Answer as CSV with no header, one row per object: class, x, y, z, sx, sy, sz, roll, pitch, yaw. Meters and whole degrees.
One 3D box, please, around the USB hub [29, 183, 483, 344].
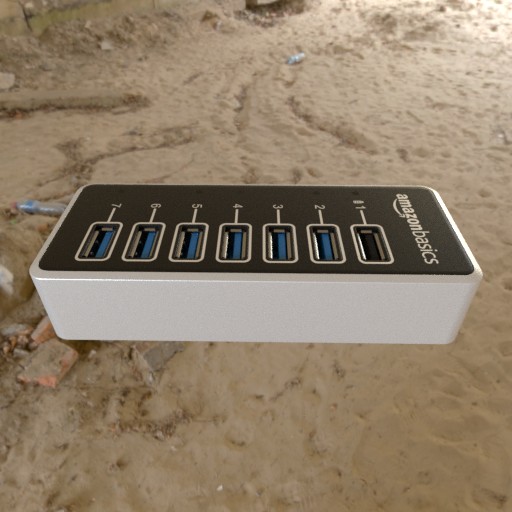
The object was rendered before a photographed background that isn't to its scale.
USB hub,0.000,0.000,0.128,0.110,0.023,0.044,1,40,1
